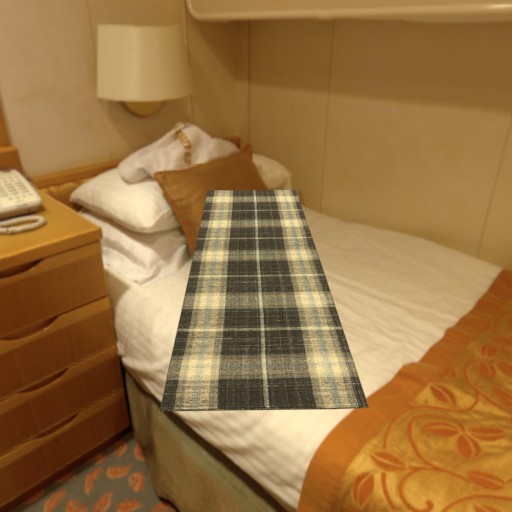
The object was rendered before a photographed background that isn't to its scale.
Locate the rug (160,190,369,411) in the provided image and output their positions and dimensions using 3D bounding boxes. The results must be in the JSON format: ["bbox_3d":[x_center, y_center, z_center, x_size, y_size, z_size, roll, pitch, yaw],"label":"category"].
[{"bbox_3d":[0.000,0.000,2.678,0.760,0.012,2.434,-1,27,-1],"label":"rug"}]
